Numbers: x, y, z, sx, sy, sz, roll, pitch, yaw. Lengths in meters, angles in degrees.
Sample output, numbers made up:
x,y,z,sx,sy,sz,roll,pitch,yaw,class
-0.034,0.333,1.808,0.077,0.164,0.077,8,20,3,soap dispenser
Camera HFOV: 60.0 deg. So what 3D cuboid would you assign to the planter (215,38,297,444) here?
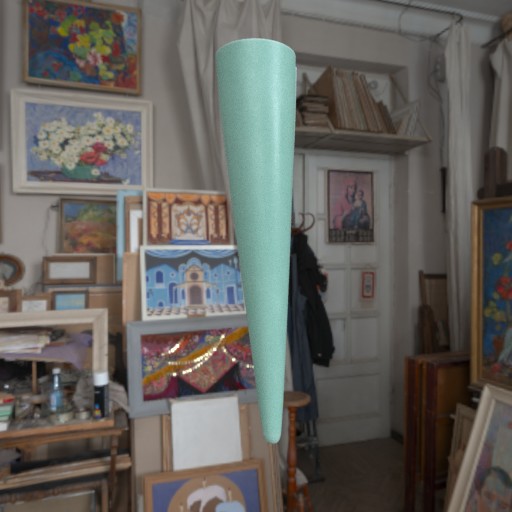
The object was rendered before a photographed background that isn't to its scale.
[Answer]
x,y,z,sx,sy,sz,roll,pitch,yaw,class
0.000,0.000,0.300,0.054,0.268,0.055,0,0,35,planter
